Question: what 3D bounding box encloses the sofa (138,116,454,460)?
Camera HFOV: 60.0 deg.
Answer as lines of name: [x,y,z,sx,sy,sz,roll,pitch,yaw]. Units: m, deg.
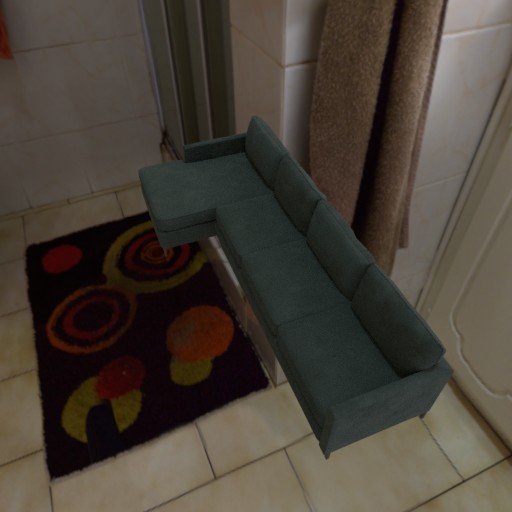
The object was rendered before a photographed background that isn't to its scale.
sofa: [0.000,0.000,4.013,1.500,0.967,3.400,-16,48,-15]
